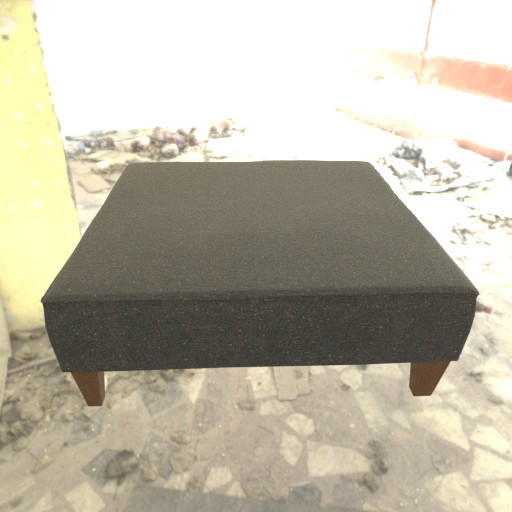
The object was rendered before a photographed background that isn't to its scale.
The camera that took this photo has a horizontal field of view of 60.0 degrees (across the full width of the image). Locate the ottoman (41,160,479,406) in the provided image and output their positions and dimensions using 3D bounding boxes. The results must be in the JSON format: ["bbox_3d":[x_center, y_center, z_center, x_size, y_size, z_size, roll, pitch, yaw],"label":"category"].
[{"bbox_3d":[0.000,0.000,1.489,1.004,0.382,0.968,-1,30,-2],"label":"ottoman"}]
